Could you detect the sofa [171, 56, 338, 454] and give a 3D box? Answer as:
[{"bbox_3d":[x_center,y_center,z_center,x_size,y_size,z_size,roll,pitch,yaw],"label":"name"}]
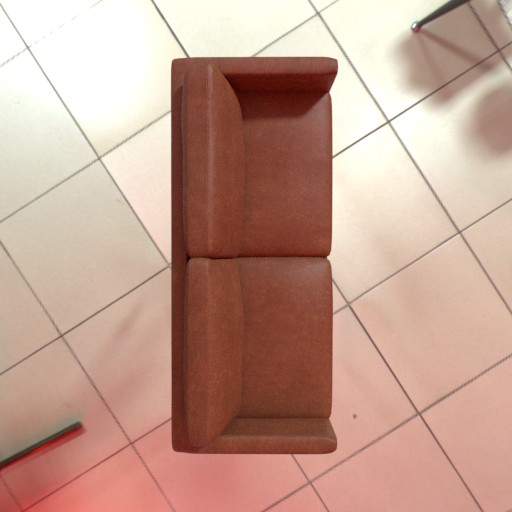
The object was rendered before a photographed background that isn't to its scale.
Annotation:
[{"bbox_3d":[0.000,0.000,2.732,0.950,0.932,2.204,0,91,1],"label":"sofa"}]
